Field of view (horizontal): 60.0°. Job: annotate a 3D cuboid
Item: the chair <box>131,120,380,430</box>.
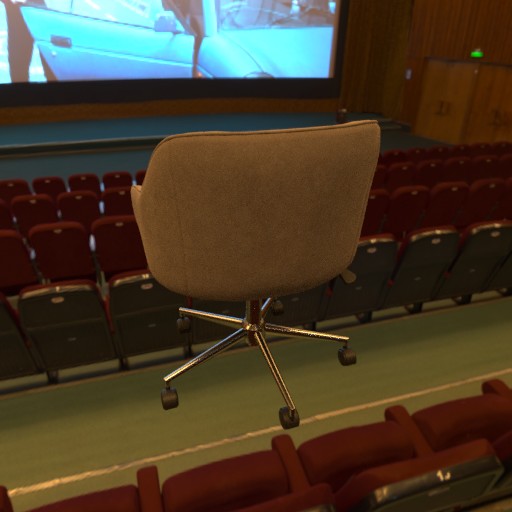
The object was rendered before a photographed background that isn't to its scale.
[{"bbox_3d":[0.000,0.000,1.269,0.635,0.831,0.573,-9,30,-15],"label":"chair"}]
